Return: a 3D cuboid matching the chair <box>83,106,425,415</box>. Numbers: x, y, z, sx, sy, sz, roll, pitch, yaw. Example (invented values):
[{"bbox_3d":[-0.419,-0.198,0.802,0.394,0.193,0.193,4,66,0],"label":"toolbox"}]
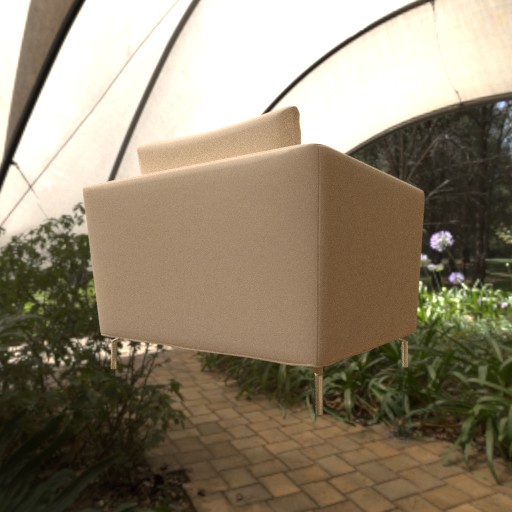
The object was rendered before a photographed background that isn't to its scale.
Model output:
[{"bbox_3d":[0.000,0.000,1.708,1.041,0.865,0.889,-1,-2,37],"label":"chair"}]
